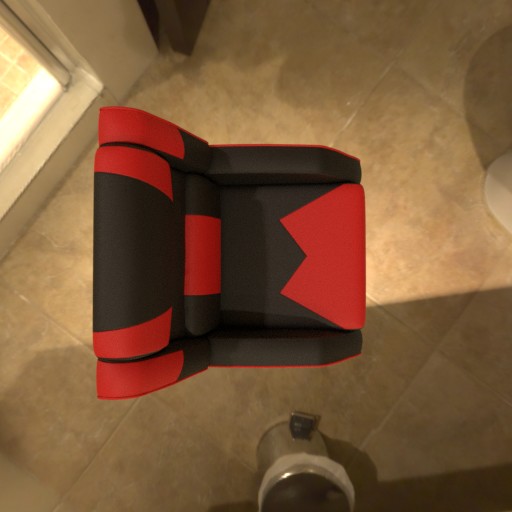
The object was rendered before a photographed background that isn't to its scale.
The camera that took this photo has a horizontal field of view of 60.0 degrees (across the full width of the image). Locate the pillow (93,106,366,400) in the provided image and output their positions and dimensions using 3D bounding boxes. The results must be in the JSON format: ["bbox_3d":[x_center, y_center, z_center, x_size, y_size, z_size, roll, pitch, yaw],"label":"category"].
[{"bbox_3d":[0.000,0.000,1.276,0.672,0.805,0.620,0,89,0],"label":"pillow"}]
